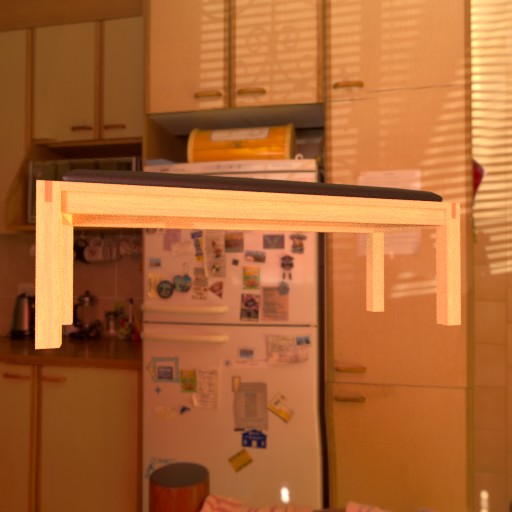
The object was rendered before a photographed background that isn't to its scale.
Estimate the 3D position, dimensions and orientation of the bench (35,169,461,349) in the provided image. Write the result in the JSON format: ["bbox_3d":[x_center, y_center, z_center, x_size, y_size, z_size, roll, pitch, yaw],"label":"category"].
[{"bbox_3d":[0.000,0.000,1.406,1.202,0.430,0.450,0,-1,-19],"label":"bench"}]
